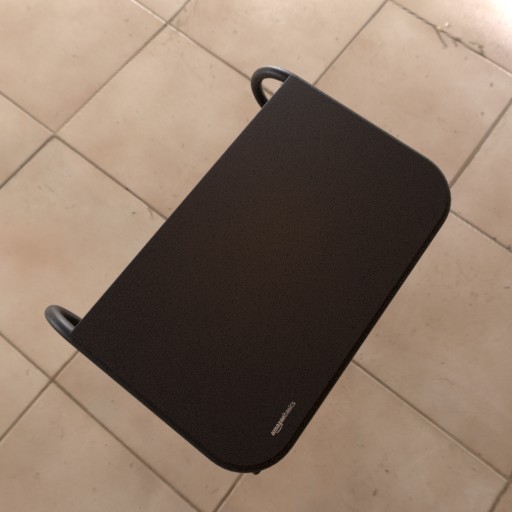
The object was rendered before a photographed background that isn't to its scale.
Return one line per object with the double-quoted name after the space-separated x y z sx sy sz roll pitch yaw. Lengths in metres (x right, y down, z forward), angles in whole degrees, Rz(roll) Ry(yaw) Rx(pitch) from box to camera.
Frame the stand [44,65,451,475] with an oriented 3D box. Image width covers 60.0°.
0.000 0.000 0.490 0.280 0.108 0.370 36 78 9 "stand"
